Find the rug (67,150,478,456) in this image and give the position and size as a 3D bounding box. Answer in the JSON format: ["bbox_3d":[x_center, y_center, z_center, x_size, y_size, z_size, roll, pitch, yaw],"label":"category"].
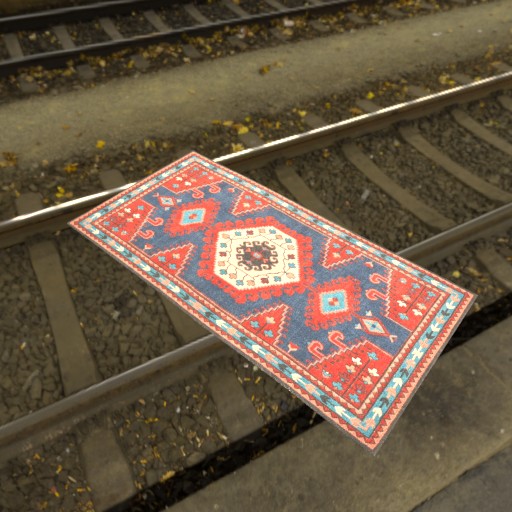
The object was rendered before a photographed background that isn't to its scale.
[{"bbox_3d":[0.000,0.000,3.567,3.032,0.034,1.522,31,53,27],"label":"rug"}]
